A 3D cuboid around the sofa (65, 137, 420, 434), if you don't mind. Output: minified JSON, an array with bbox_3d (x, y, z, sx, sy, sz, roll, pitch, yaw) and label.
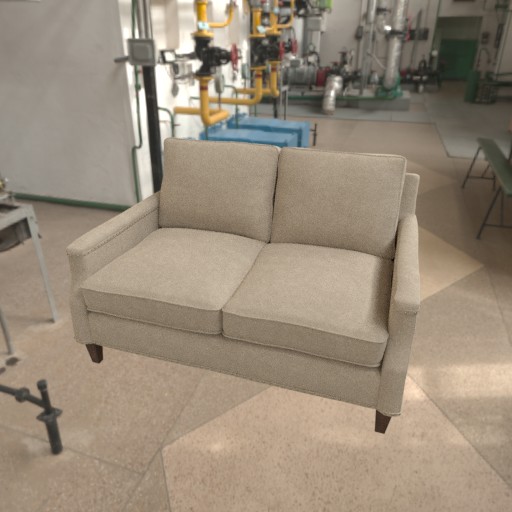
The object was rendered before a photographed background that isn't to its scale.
[{"bbox_3d":[0.000,0.000,2.299,1.597,1.002,1.084,8,28,16],"label":"sofa"}]
